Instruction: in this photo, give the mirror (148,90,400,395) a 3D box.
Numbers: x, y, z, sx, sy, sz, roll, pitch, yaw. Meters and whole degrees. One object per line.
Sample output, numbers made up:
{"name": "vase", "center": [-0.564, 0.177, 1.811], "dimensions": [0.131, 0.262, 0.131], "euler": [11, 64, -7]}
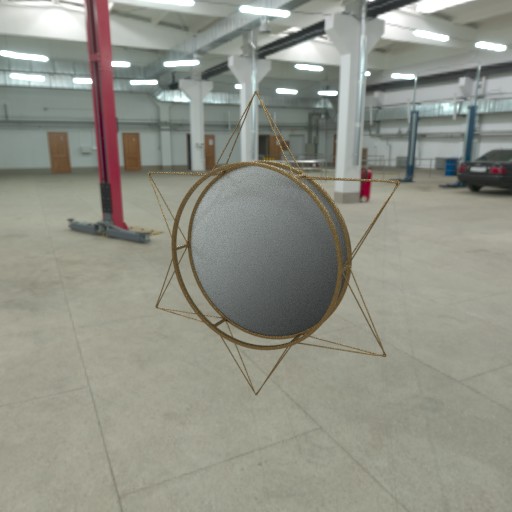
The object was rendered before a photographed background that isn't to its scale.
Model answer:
{"name": "mirror", "center": [0.000, 0.000, 0.825], "dimensions": [0.498, 0.581, 0.062], "euler": [7, 16, 27]}
